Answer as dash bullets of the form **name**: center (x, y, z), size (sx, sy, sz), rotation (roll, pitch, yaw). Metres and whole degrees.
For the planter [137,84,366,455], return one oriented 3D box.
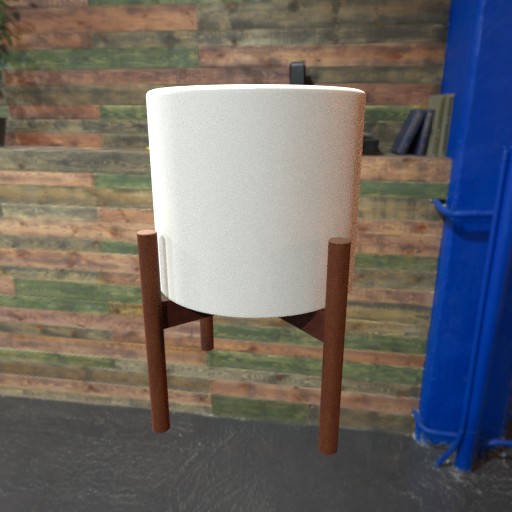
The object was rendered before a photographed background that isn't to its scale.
- **planter**: center (0.000, 0.000, 0.515), size (0.224, 0.358, 0.224), rotation (3, 17, 10)
